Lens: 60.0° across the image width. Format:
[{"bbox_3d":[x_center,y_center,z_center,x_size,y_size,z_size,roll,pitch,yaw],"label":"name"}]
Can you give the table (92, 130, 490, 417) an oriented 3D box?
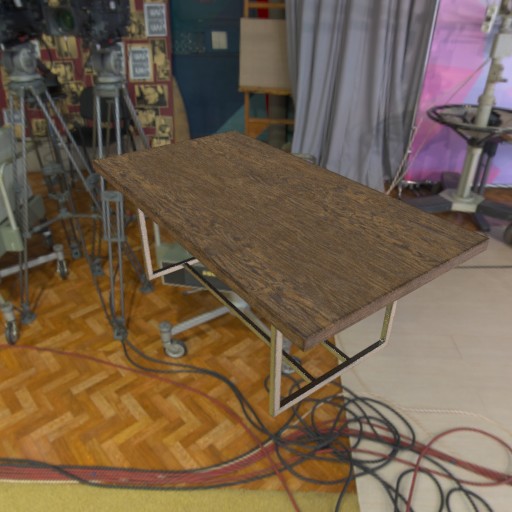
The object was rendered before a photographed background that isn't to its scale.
[{"bbox_3d":[0.000,0.000,2.553,1.078,0.795,1.989,-21,38,-30],"label":"table"}]
